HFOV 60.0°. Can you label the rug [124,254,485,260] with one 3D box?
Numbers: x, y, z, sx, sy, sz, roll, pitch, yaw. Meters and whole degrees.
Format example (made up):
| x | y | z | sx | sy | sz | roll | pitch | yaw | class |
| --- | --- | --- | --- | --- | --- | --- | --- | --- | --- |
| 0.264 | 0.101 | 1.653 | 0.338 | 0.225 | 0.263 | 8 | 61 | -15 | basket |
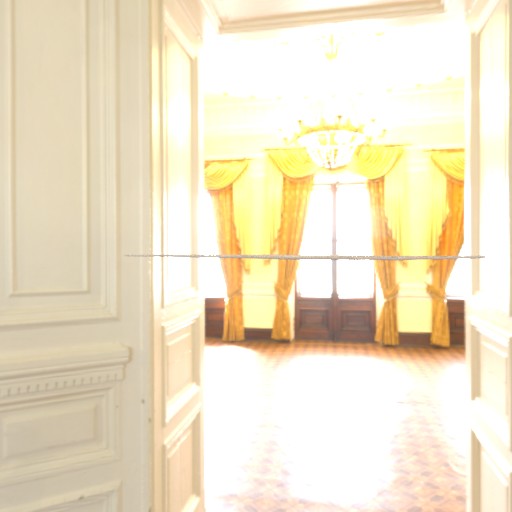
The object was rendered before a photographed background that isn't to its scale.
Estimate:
| x | y | z | sx | sy | sz | roll | pitch | yaw | class |
| --- | --- | --- | --- | --- | --- | --- | --- | --- | --- |
| 0.000 | 0.000 | 2.713 | 0.857 | 0.018 | 2.383 | 0 | 1 | -35 | rug |
